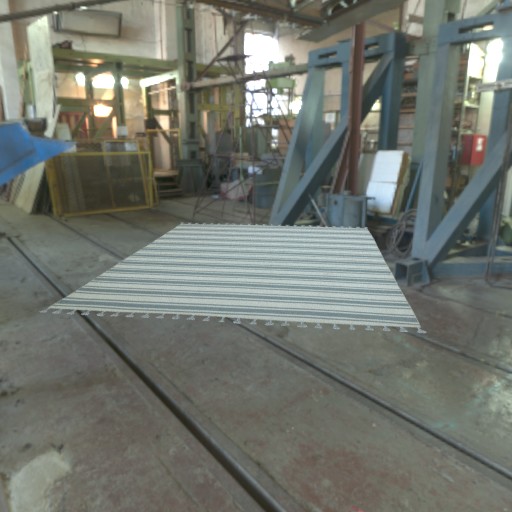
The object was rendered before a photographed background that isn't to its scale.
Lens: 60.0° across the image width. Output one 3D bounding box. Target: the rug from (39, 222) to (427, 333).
[{"bbox_3d":[0.000,0.000,4.260,2.439,0.005,3.201,2,15,7],"label":"rug"}]
